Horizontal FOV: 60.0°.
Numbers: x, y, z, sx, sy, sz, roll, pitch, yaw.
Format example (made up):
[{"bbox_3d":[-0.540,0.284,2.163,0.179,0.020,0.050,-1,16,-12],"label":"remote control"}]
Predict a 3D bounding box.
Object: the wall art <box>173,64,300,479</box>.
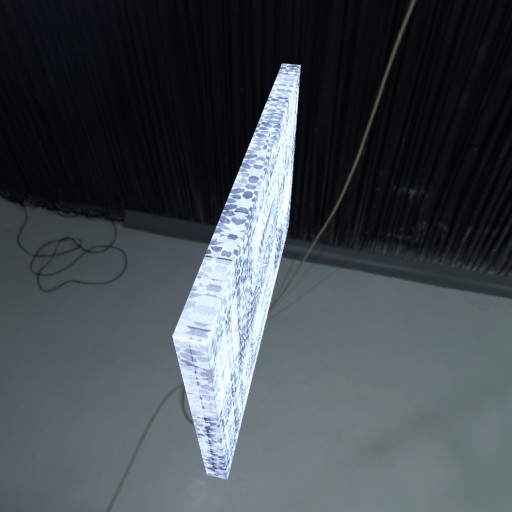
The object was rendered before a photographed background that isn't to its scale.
[{"bbox_3d":[0.000,0.000,1.147,0.057,0.608,0.911,9,48,8],"label":"wall art"}]
